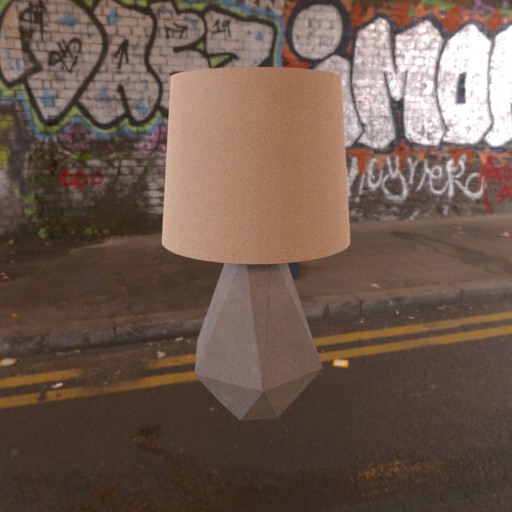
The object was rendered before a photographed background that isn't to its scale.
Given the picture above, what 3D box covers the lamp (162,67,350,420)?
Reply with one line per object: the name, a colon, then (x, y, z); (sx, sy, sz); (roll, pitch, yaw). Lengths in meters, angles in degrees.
lamp: (0.000, 0.000, 0.671); (0.276, 0.501, 0.276); (0, 16, 0)
